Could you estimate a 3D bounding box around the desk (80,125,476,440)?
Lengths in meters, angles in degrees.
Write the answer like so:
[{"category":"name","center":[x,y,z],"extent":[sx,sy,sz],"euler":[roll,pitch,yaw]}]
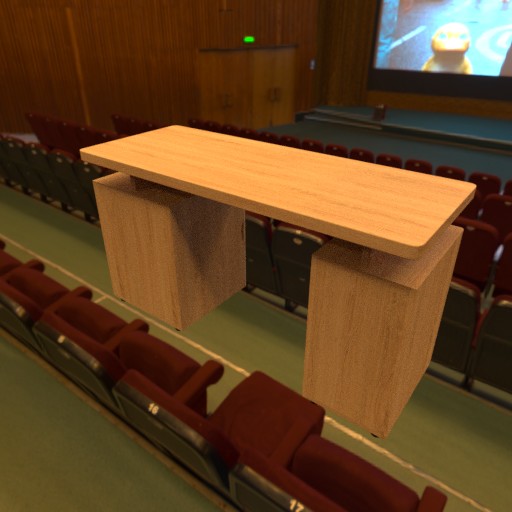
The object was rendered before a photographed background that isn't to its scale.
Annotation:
[{"category":"desk","center":[0.000,0.000,1.804],"extent":[1.400,0.760,0.550],"euler":[20,35,32]}]
